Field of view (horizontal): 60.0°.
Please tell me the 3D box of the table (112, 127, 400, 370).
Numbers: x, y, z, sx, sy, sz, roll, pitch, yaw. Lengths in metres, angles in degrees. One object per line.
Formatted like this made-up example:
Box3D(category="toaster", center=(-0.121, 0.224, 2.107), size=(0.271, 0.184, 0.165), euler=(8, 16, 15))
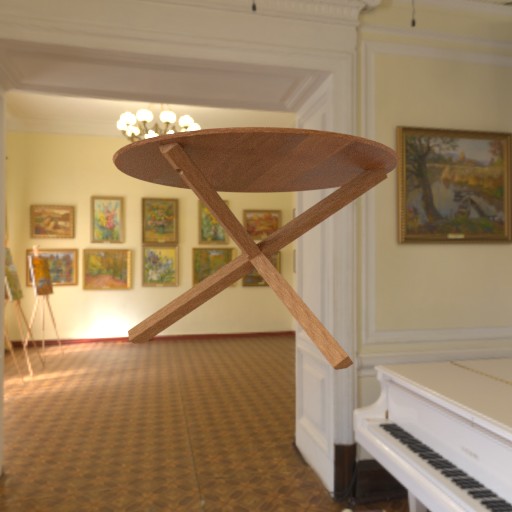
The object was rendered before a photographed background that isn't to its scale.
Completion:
Box3D(category="table", center=(0.000, 0.000, 1.680), size=(1.038, 0.666, 1.038), euler=(0, -1, 0))
